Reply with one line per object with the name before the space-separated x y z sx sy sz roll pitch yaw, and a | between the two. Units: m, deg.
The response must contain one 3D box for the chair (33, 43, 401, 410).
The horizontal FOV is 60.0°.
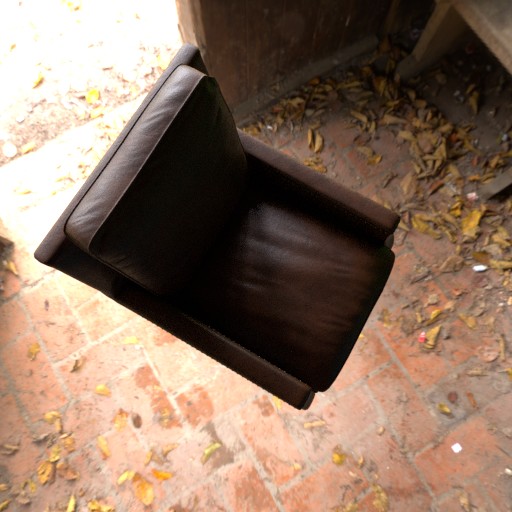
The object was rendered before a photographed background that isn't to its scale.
chair | 0.000 0.000 1.750 1.035 1.054 0.854 29 78 7
